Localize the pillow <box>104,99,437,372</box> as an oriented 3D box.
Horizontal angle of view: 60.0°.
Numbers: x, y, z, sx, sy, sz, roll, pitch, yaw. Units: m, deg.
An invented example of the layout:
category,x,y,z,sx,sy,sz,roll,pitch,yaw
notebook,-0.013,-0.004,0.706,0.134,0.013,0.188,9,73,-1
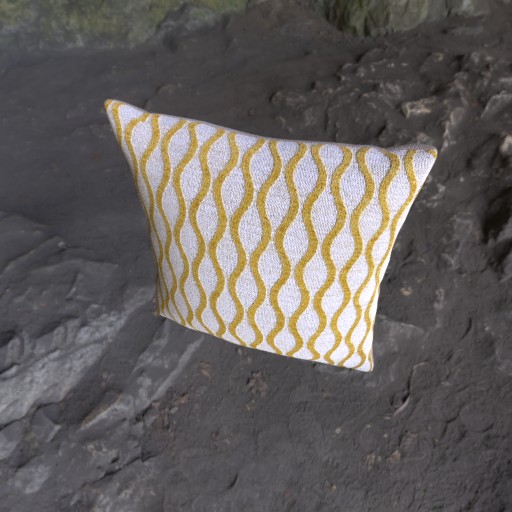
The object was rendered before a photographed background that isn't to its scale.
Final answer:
category,x,y,z,sx,sy,sz,roll,pitch,yaw
pillow,0.000,0.000,0.680,0.429,0.436,0.159,12,44,13
